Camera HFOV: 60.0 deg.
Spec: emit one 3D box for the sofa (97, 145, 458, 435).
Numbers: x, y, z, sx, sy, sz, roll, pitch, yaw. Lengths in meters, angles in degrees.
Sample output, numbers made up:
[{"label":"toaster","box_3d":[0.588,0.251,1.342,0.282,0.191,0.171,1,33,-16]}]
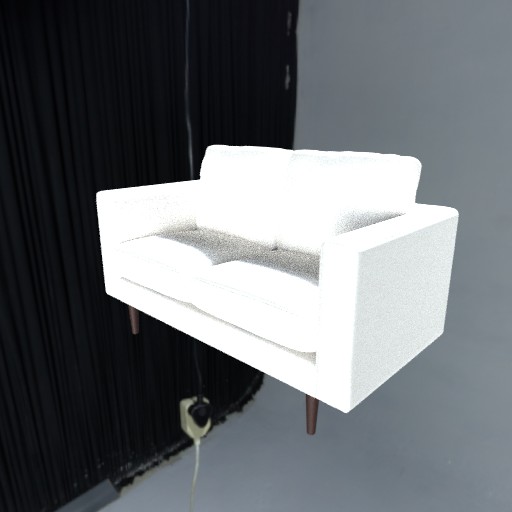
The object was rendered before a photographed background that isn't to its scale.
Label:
[{"label":"sofa","box_3d":[0.000,0.000,1.965,1.430,0.908,0.796,15,22,41]}]
